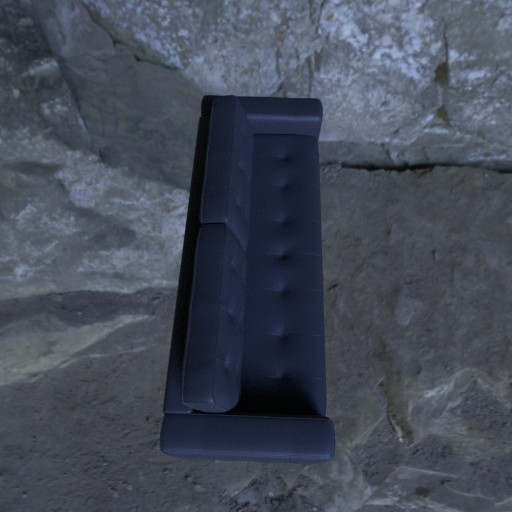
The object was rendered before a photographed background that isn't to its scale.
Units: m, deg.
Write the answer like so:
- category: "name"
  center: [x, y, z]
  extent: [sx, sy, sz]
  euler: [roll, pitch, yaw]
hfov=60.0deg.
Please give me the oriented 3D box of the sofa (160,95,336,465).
- category: "sofa"
  center: [0.000, 0.000, 2.701]
  extent: [0.833, 0.893, 2.275]
  euler: [2, 64, 1]
